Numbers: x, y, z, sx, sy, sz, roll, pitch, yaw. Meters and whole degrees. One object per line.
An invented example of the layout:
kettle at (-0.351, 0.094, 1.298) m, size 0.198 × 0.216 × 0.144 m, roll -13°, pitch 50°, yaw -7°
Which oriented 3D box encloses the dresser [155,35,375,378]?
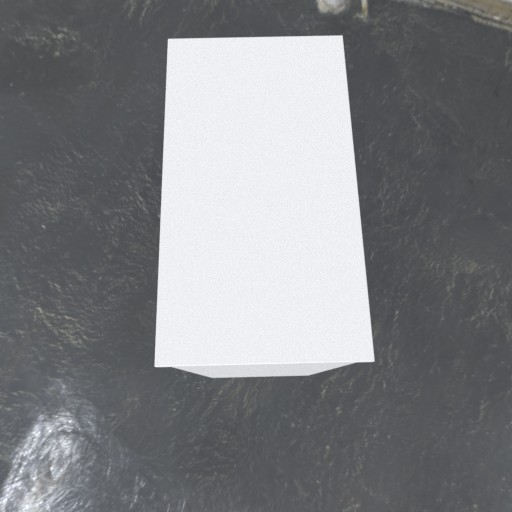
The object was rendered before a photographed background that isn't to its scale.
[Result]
dresser at (0.000, 0.000, 1.367) m, size 0.401 × 1.021 × 0.704 m, roll -1°, pitch 73°, yaw 0°
